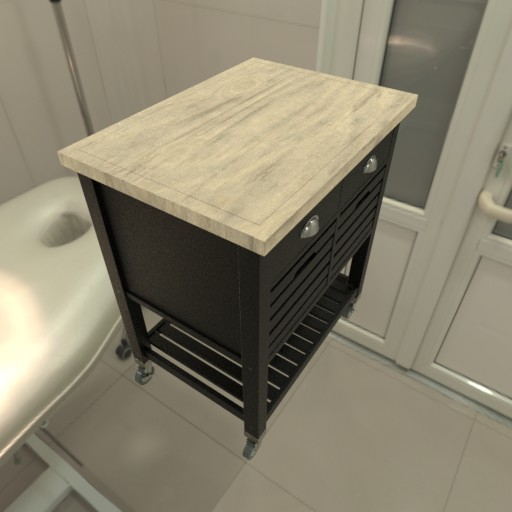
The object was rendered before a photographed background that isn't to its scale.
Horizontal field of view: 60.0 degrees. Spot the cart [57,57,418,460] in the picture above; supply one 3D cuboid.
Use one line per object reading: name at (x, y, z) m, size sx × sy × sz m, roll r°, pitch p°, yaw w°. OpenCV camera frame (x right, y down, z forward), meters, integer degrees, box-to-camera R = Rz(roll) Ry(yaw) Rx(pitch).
cart at (0.000, 0.000, 1.433) m, size 0.567 × 0.920 × 0.797 m, roll 24°, pitch 47°, yaw 25°
